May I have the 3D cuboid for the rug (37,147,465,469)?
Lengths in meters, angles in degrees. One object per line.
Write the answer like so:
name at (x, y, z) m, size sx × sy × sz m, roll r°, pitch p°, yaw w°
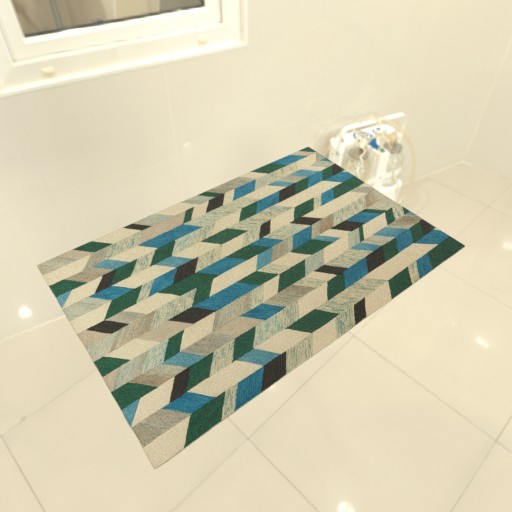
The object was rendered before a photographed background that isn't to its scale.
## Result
rug at (0.000, 0.000, 2.265) m, size 1.827 × 0.005 × 1.229 m, roll -29°, pitch 52°, yaw -25°
